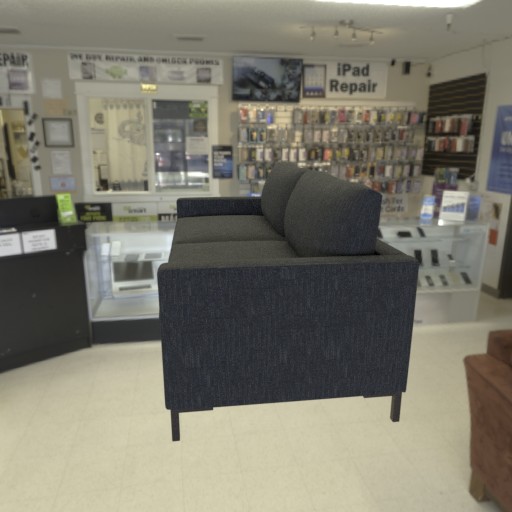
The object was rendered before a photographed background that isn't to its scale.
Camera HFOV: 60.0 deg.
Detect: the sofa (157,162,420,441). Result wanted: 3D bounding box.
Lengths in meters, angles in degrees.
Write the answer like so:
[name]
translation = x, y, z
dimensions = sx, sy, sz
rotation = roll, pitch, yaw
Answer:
[sofa]
translation = 0.000, 0.000, 2.242
dimensions = 0.866, 0.862, 1.716
rotation = -2, 15, -7
